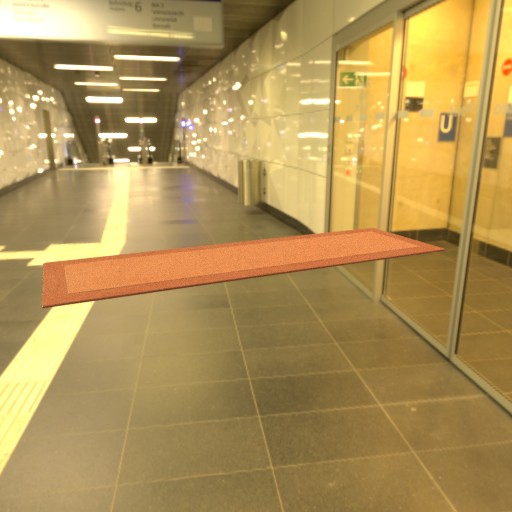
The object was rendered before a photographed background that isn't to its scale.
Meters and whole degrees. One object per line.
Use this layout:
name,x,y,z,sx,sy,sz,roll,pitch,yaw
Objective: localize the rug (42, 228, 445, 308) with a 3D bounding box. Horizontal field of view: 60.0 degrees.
rug,0.000,0.000,2.777,2.471,0.013,0.914,-8,18,-27
